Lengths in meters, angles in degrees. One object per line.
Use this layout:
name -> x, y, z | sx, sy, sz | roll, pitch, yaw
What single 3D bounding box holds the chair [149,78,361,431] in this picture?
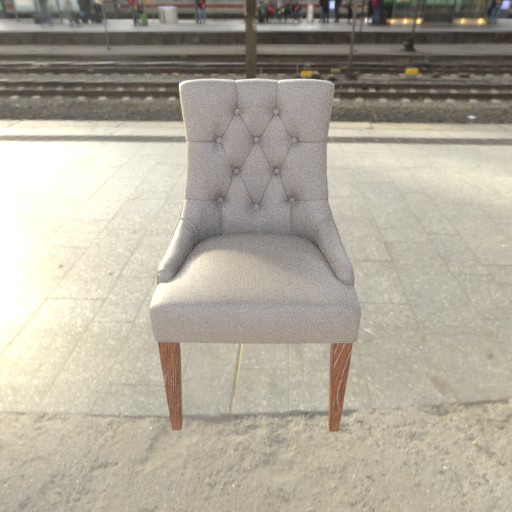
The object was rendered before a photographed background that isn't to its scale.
chair -> 0.000, 0.000, 1.255 | 0.509, 0.874, 0.565 | 0, 30, 0
